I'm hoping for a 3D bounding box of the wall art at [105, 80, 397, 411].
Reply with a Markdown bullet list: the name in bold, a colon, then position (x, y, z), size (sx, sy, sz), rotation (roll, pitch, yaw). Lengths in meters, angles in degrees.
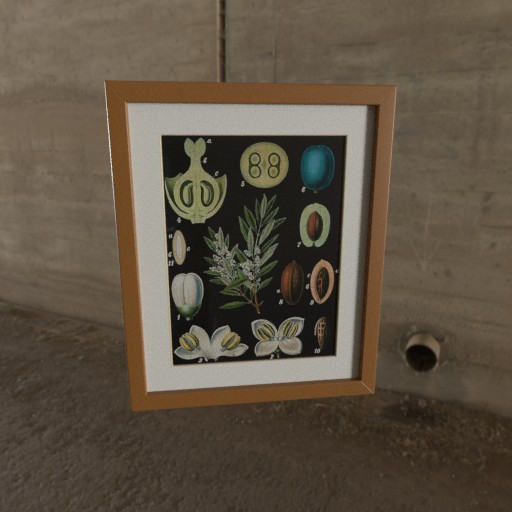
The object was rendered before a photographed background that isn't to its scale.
- **wall art**: position (0.000, 0.000, 0.752), size (0.449, 0.550, 0.021), rotation (-2, 15, -7)
